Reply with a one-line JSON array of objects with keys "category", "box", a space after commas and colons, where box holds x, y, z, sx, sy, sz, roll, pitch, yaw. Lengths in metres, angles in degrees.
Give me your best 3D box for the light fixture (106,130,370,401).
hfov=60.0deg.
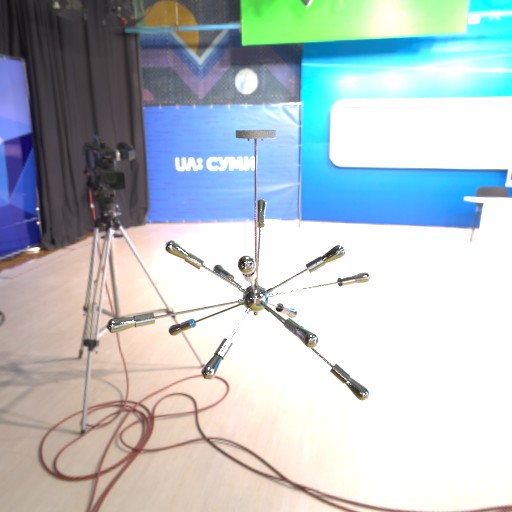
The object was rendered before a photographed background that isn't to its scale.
[{"category": "light fixture", "box": [0.000, 0.000, 1.022, 0.684, 0.558, 0.509, -8, 19, -26]}]
